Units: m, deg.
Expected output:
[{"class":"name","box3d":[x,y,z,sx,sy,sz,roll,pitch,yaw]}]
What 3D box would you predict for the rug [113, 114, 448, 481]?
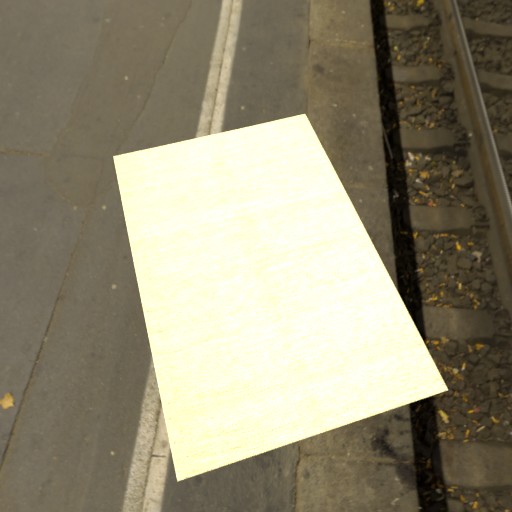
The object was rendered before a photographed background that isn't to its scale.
[{"class":"rug","box3d":[0.000,0.000,2.351,1.250,0.015,1.850,-15,61,-9]}]
